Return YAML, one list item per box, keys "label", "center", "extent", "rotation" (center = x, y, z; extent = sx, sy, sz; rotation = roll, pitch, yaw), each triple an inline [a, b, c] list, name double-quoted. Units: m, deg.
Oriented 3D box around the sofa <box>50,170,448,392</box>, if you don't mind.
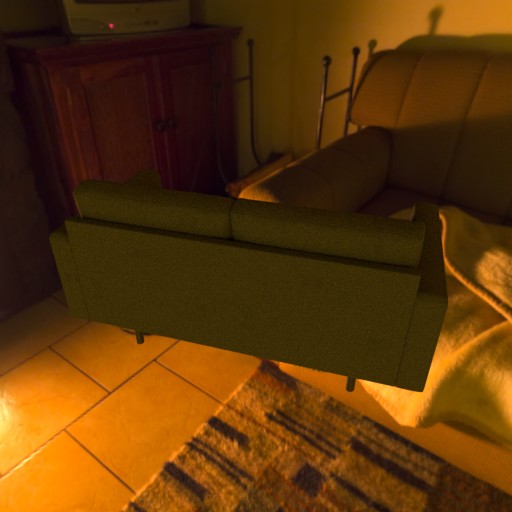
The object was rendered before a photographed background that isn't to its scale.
- label: "sofa"
  center: [0.000, 0.000, 2.279]
  extent: [1.730, 0.897, 0.889]
  rotation: [9, 33, 14]
